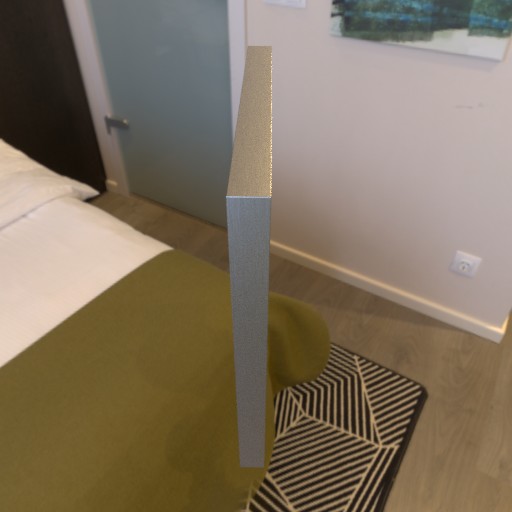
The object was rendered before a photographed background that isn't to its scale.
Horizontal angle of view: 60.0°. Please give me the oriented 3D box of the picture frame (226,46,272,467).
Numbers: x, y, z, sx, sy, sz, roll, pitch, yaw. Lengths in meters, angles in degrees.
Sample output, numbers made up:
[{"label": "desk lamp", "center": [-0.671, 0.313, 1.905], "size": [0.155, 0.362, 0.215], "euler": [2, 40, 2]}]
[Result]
[{"label": "picture frame", "center": [0.000, 0.000, 1.346], "size": [0.073, 0.968, 0.839], "euler": [1, 41, 1]}]
